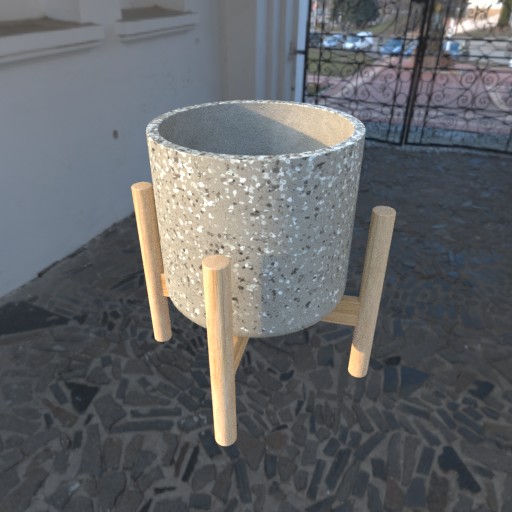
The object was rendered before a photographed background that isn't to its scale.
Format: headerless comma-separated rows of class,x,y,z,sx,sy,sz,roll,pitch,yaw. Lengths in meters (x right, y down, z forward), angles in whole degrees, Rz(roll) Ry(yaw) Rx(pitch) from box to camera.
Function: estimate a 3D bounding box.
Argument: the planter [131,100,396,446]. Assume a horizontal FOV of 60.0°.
planter,0.000,0.000,0.541,0.284,0.320,0.284,21,37,31
